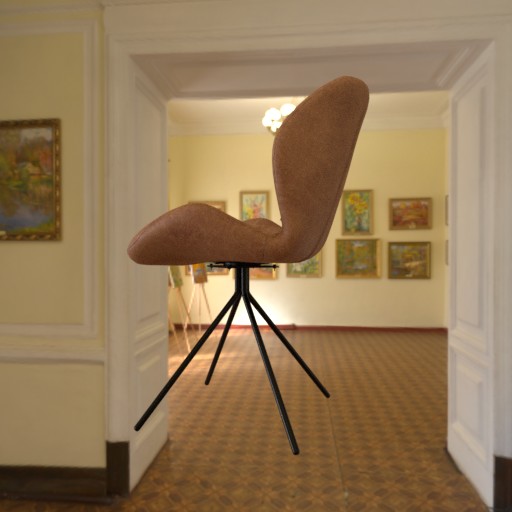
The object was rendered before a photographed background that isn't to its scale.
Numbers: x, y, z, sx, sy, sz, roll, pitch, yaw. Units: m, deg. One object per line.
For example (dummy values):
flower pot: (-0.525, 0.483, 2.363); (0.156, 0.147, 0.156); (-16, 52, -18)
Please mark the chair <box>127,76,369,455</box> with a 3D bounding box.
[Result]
chair: (0.000, 0.000, 1.293); (0.640, 0.929, 0.527); (0, 0, 19)
